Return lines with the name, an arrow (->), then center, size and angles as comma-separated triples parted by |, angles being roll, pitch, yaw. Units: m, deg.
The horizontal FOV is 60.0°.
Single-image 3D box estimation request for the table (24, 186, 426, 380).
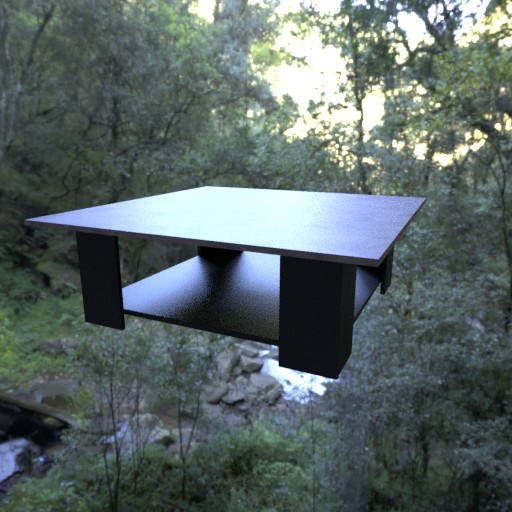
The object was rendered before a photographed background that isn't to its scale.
table -> 0.000, 0.000, 1.377 | 0.890, 0.305, 0.890 | 7, 16, 24
